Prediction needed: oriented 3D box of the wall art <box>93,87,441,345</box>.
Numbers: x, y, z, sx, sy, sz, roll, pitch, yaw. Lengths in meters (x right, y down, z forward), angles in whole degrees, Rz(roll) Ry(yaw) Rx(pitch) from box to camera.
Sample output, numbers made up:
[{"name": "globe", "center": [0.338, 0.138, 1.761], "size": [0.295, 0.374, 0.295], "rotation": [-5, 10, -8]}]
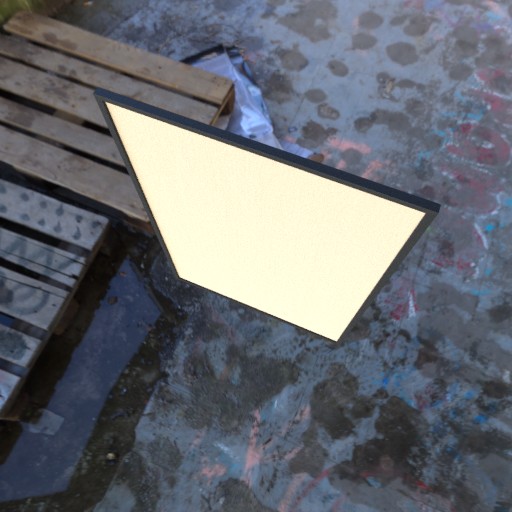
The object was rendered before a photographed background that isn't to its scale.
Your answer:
[{"name": "wall art", "center": [0.000, 0.000, 0.847], "size": [0.460, 0.660, 0.013], "rotation": [21, 67, 9]}]
